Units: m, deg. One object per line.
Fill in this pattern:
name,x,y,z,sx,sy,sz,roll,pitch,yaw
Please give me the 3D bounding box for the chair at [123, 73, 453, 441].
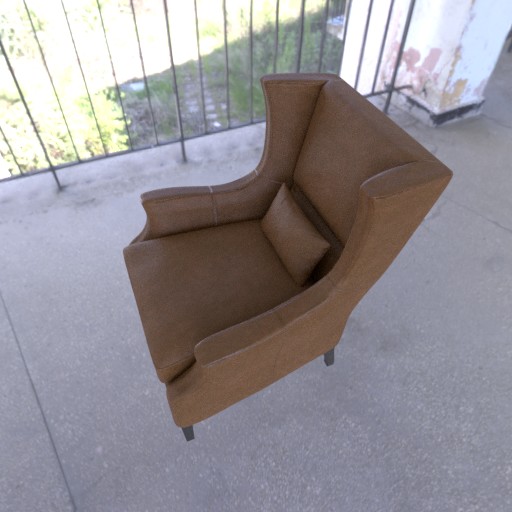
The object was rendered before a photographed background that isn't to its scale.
chair,0.000,0.000,1.659,0.925,1.016,0.852,-16,49,-15
